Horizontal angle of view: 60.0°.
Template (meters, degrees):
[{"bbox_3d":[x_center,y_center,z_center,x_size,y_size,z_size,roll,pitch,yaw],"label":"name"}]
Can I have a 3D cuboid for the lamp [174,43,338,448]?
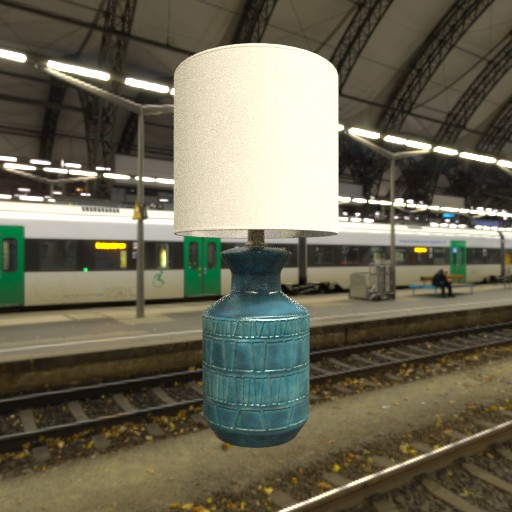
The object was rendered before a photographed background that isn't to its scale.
[{"bbox_3d":[0.000,0.000,0.579,0.211,0.455,0.211,0,0,36],"label":"lamp"}]
